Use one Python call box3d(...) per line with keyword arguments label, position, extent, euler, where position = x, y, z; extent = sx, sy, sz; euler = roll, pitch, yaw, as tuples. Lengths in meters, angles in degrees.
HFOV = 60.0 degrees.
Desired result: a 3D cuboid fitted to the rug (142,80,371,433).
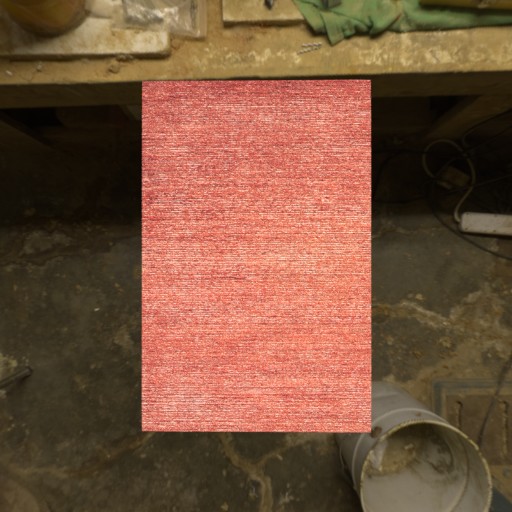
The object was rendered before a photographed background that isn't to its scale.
box3d(label="rug", position=(0.000, 0.000, 2.203), extent=(1.139, 0.011, 1.747), euler=(0, 90, 1))
